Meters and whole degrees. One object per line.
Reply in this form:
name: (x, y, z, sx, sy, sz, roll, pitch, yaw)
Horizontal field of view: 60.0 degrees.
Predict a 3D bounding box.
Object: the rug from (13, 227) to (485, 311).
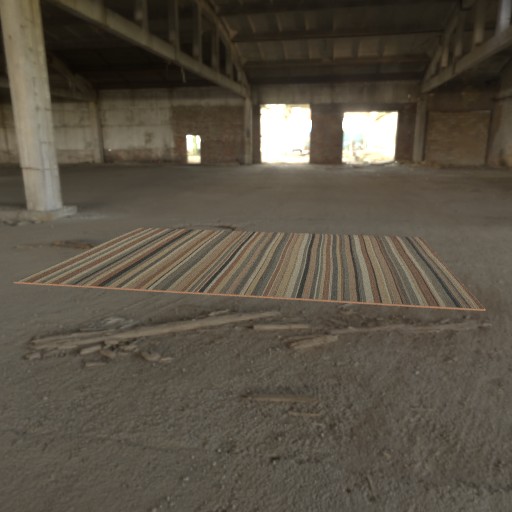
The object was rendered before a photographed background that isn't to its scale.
rug: (0.000, 0.000, 2.264, 1.829, 0.008, 1.219, 2, 15, 10)
